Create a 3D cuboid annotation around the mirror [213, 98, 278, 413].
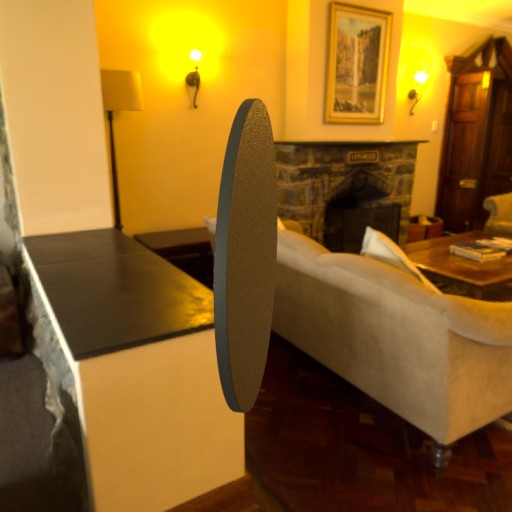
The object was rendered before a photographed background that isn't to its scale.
[{"bbox_3d":[0.000,0.000,1.609,0.036,1.077,1.077,2,15,9],"label":"mirror"}]
